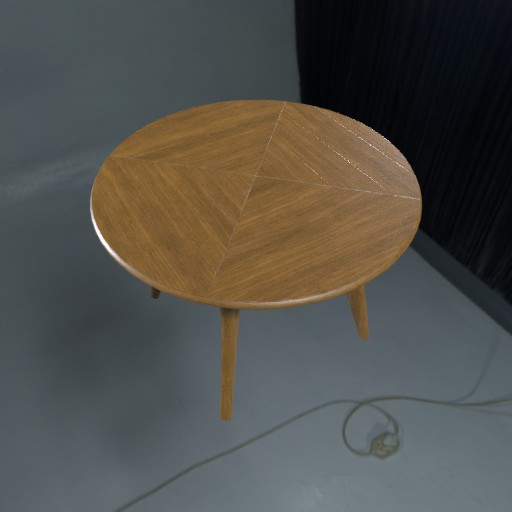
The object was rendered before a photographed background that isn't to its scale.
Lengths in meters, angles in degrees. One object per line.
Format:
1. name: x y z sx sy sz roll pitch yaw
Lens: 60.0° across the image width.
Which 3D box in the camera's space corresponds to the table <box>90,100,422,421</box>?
1. table: 0.000 0.000 1.718 1.055 0.757 1.055 0 46 0
